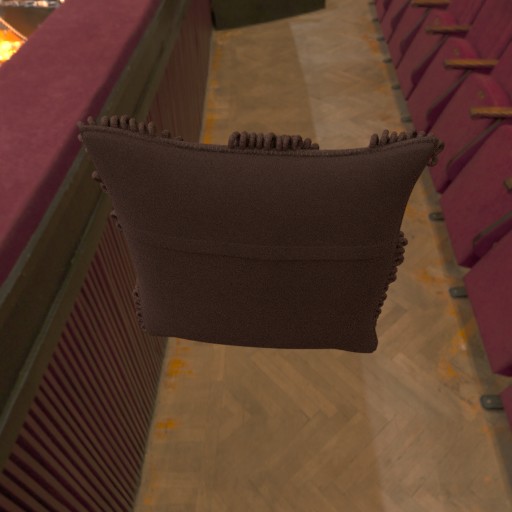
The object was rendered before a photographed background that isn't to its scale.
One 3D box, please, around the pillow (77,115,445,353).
[{"bbox_3d":[0.000,0.000,0.716,0.470,0.467,0.172,4,46,4],"label":"pillow"}]
